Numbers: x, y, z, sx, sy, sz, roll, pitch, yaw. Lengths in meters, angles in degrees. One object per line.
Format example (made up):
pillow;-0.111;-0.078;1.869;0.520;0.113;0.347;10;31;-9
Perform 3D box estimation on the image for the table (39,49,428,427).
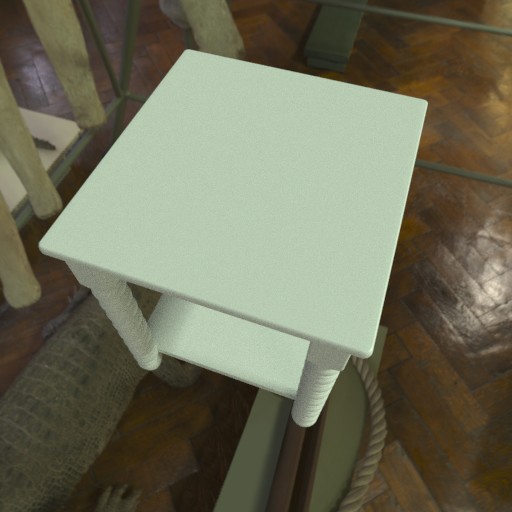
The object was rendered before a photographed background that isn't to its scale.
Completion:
table;0.000;0.000;0.976;0.500;0.563;0.533;17;58;11
